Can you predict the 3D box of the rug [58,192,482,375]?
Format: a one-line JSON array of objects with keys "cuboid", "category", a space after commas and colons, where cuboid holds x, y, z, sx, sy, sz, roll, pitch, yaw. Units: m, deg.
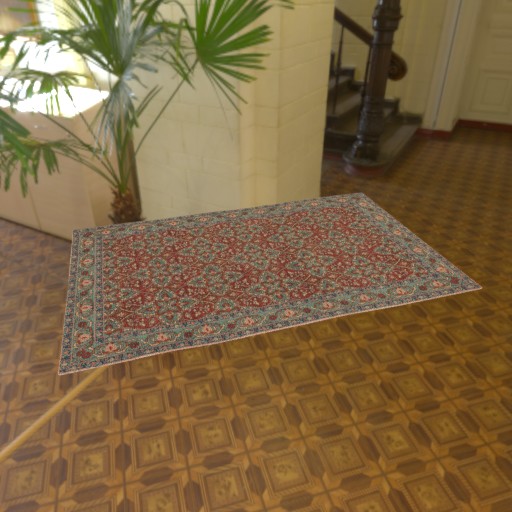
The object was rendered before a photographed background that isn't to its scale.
[{"cuboid": [0.000, 0.000, 3.039, 2.439, 0.011, 1.533, -9, 33, -14], "category": "rug"}]
